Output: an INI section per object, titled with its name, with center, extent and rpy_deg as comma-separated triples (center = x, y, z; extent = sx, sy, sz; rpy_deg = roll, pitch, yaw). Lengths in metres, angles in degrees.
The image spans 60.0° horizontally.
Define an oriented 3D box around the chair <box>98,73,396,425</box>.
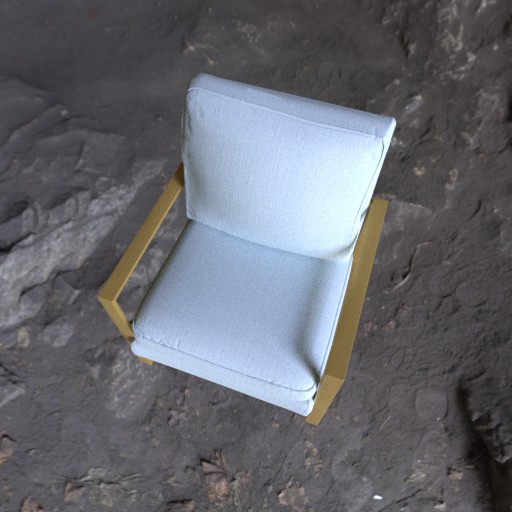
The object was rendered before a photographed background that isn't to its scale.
[chair]
center = 0.000, 0.000, 1.533
extent = 0.758, 0.956, 0.813
rpy_deg = 17, 60, 10
